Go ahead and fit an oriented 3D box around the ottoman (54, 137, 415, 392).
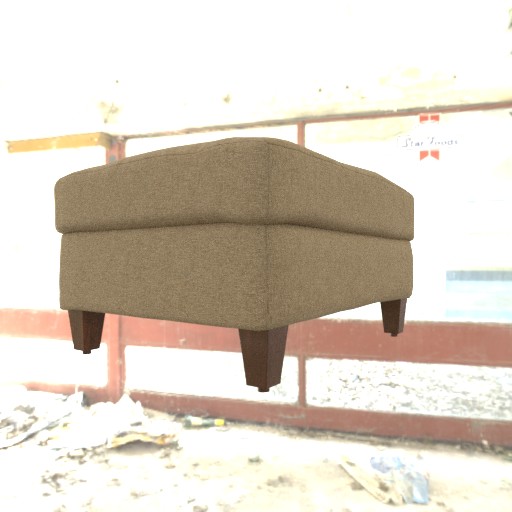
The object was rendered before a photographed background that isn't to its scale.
[{"bbox_3d":[0.000,0.000,1.291,0.692,0.511,0.889,0,-1,36],"label":"ottoman"}]
